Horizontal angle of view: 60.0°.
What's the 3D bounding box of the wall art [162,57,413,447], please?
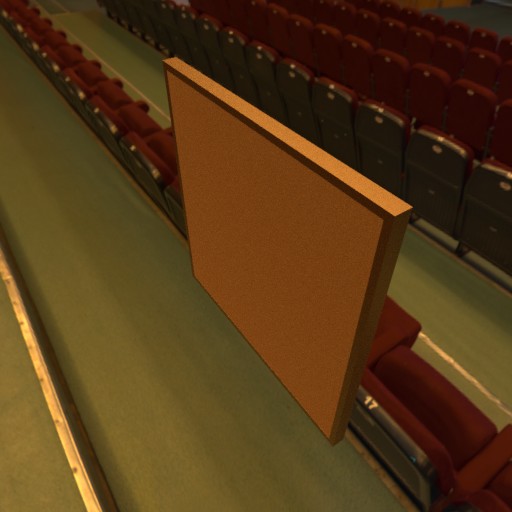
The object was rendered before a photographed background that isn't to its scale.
[{"bbox_3d":[0.000,0.000,1.137,0.038,0.762,0.762,-25,49,-25],"label":"wall art"}]
